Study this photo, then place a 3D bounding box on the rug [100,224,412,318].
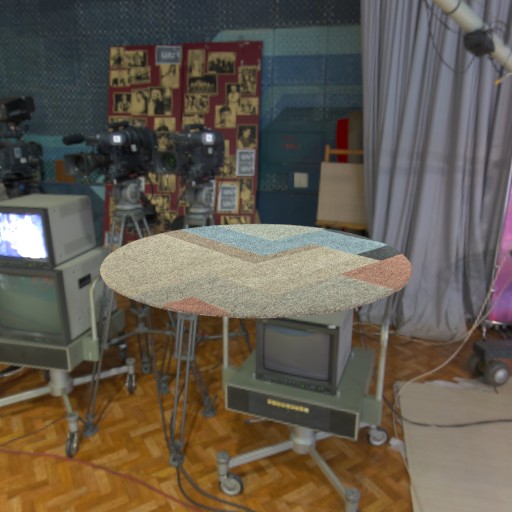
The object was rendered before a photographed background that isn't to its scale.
[{"bbox_3d":[0.000,0.000,3.687,2.461,0.033,2.461,0,16,0],"label":"rug"}]
